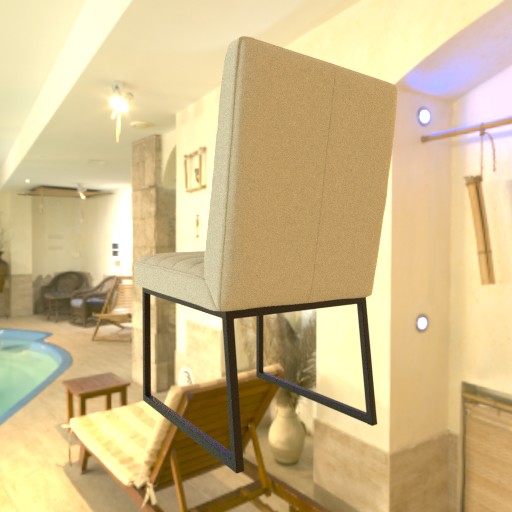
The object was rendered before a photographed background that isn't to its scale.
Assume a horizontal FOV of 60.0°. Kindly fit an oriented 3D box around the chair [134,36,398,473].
[{"bbox_3d":[0.000,0.000,1.293,0.520,0.930,0.634,-1,2,-35],"label":"chair"}]
